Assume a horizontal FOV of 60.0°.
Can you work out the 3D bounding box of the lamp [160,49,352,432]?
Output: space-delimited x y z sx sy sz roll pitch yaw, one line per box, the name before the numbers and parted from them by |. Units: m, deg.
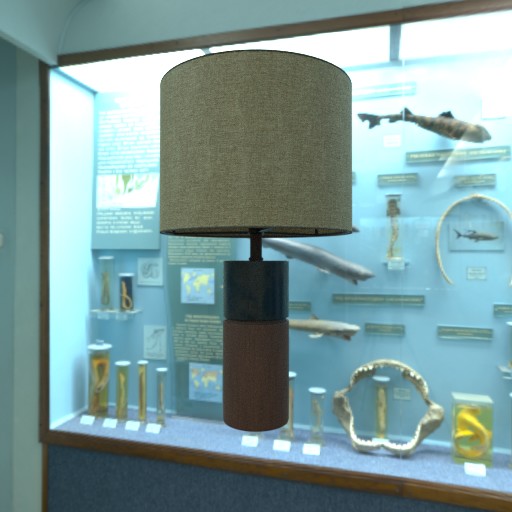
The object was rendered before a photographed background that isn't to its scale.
lamp | 0.000 0.000 0.475 0.202 0.350 0.202 0 0 0
